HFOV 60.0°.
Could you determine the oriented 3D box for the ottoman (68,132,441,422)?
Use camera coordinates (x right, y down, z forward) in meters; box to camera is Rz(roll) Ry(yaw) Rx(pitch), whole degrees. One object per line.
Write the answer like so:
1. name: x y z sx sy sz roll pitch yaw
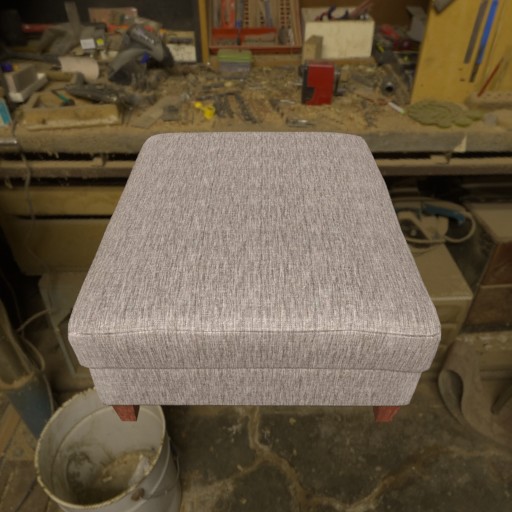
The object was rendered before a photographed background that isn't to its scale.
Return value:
1. ottoman: 0.000 0.000 1.441 0.839 0.492 0.994 0 40 0
